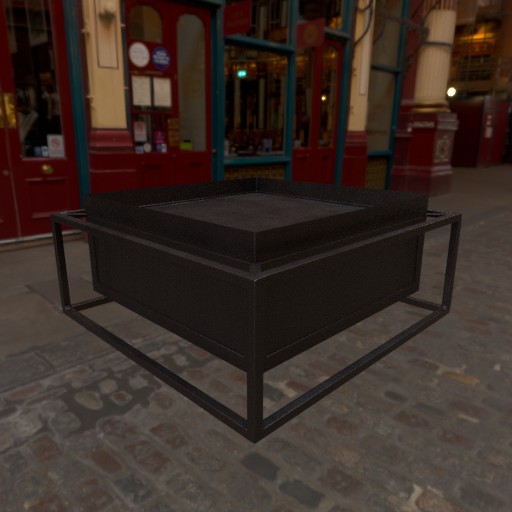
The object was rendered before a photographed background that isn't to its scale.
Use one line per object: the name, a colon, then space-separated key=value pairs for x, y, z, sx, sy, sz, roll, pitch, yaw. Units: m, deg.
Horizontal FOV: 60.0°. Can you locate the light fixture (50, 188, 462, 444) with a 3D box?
light fixture: x=0.000 y=0.000 z=0.688 sx=0.441 sy=0.191 sz=0.441 roll=-15 pitch=22 yaw=-43
